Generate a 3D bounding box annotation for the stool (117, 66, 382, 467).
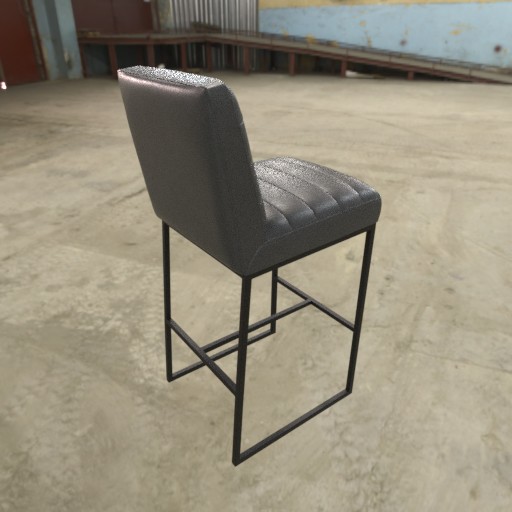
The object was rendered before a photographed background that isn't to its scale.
[{"bbox_3d":[0.000,0.000,1.314,0.552,1.040,0.457,-19,33,-32],"label":"stool"}]
